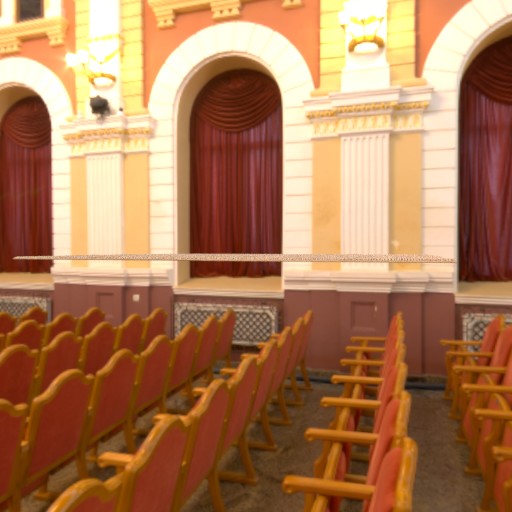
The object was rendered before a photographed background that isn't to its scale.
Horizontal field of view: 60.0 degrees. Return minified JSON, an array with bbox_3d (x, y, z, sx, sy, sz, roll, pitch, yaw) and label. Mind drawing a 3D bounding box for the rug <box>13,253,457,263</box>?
[{"bbox_3d":[0.000,0.000,3.998,3.052,0.030,2.429,0,1,18],"label":"rug"}]
